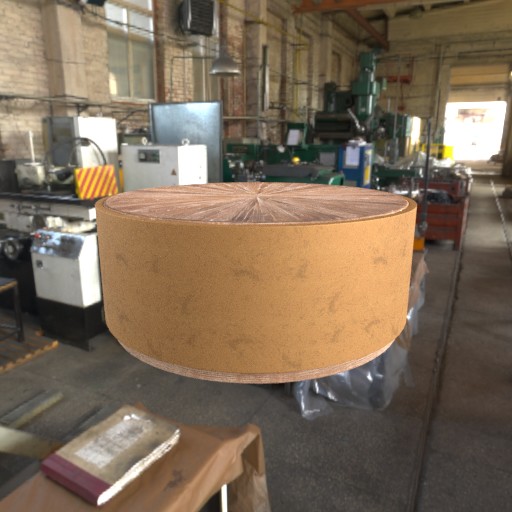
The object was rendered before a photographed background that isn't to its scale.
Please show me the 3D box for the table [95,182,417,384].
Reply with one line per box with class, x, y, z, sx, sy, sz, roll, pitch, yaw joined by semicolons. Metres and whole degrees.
table;0.000;0.000;1.510;1.001;0.409;1.001;0;15;0
